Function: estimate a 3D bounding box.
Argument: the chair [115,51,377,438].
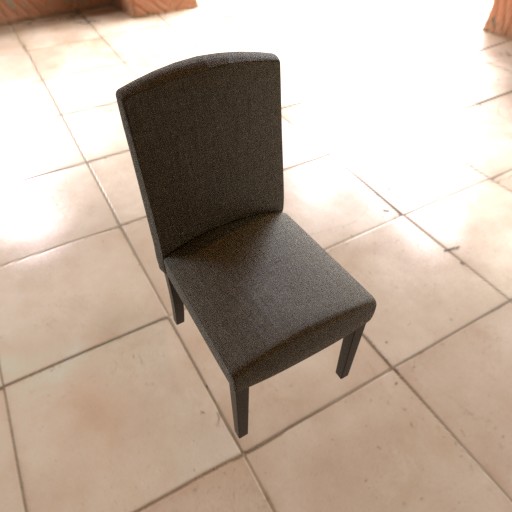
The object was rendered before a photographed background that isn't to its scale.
[{"bbox_3d":[0.000,0.000,1.247,0.451,0.917,0.580,-23,50,-21],"label":"chair"}]
